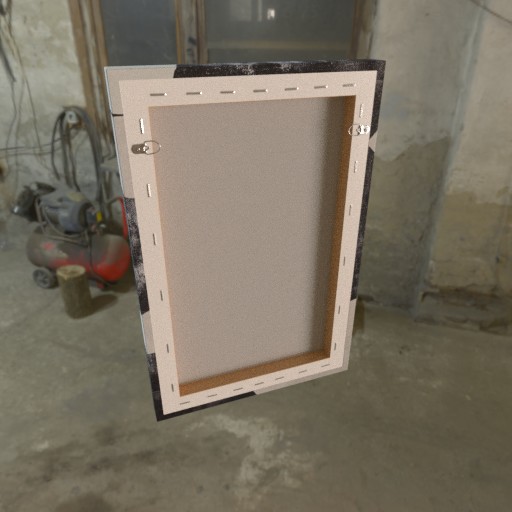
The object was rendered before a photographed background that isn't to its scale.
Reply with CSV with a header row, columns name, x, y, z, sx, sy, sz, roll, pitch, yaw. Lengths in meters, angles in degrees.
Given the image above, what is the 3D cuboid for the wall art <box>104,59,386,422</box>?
name,x,y,z,sx,sy,sz,roll,pitch,yaw
wall art,0.000,0.000,0.763,0.407,0.610,0.039,-10,29,-18
